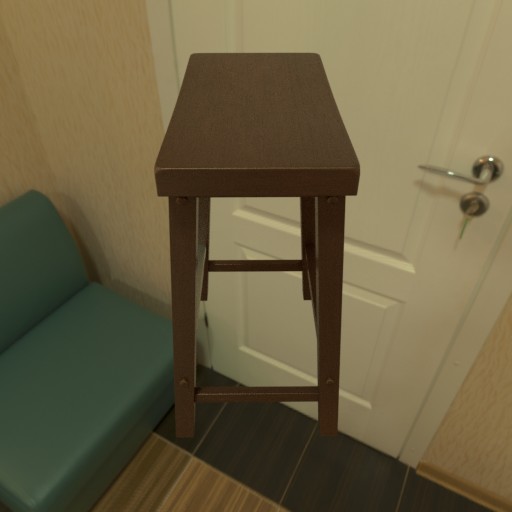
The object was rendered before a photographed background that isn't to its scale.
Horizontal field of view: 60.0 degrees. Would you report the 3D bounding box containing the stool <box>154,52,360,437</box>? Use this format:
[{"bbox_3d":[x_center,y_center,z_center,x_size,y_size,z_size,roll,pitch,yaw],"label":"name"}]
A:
[{"bbox_3d":[0.000,0.000,0.838,0.322,0.610,0.406,0,41,0],"label":"stool"}]
